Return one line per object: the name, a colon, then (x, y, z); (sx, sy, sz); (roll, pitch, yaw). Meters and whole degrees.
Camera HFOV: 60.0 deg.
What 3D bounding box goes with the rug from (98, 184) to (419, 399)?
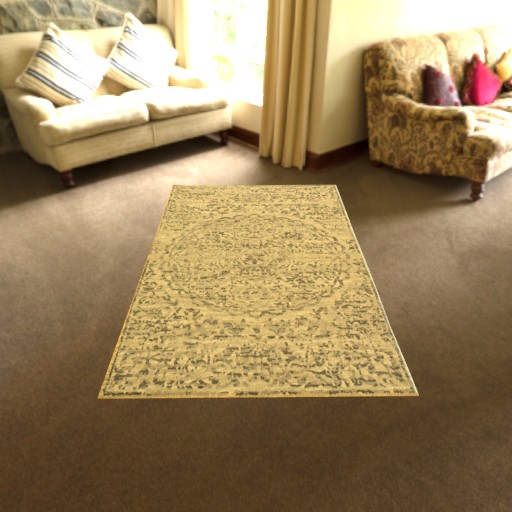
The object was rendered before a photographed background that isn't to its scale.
rug: (0.000, 0.000, 3.129); (1.527, 0.021, 2.447); (0, 33, -1)
